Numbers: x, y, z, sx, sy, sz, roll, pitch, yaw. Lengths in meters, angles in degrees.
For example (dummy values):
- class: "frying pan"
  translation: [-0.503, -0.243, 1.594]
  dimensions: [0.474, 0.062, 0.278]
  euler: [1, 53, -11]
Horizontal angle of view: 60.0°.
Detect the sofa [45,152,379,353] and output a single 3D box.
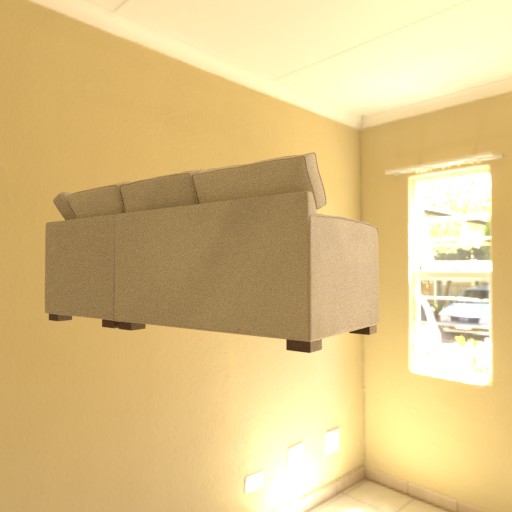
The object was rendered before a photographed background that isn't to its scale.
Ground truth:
- class: "sofa"
  translation: [0.000, 0.000, 3.435]
  dimensions: [2.182, 0.939, 2.189]
  euler: [-1, -2, 36]
